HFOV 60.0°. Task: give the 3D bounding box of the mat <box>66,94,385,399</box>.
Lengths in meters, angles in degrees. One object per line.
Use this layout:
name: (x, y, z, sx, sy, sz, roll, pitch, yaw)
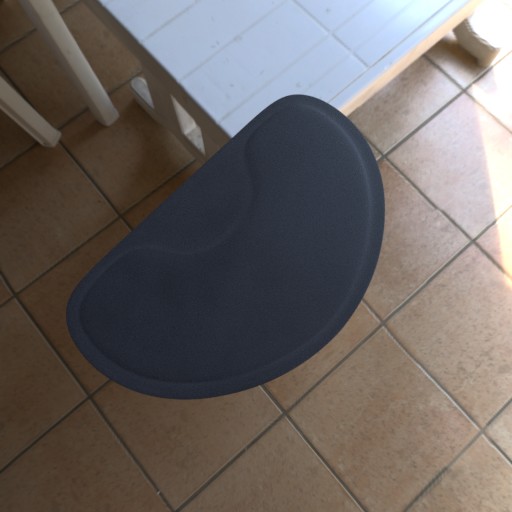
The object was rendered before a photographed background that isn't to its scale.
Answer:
mat: (0.000, 0.000, 1.846, 0.913, 0.013, 1.524, 42, 79, 11)
